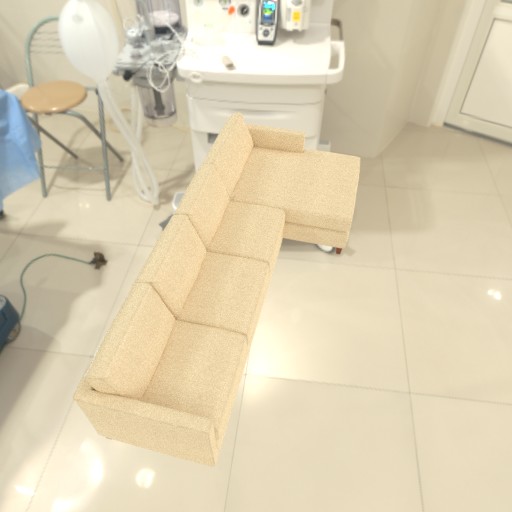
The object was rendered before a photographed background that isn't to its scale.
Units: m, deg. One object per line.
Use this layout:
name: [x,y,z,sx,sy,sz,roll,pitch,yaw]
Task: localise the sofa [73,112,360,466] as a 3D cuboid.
sofa: [0.000,0.000,4.019,1.603,0.954,3.471,10,48,9]
